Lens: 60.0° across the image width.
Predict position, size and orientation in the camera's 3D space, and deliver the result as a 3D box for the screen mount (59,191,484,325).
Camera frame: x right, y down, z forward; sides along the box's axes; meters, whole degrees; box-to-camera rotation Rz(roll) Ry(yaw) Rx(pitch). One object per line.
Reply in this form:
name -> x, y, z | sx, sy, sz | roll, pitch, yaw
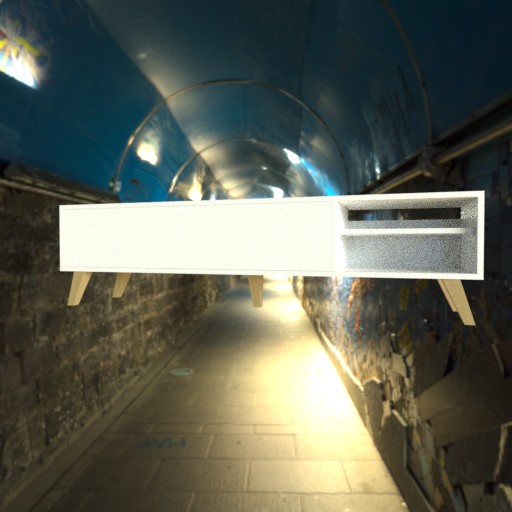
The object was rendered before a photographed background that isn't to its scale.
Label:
screen mount -> 0.000, 0.000, 1.847 | 1.644, 0.432, 0.399 | 0, 1, 18
